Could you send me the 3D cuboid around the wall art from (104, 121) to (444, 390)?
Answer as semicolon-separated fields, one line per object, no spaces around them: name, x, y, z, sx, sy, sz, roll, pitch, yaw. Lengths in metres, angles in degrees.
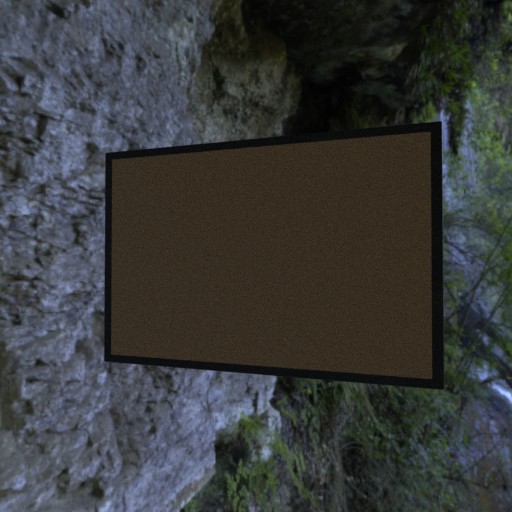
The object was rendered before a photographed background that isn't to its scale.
wall art;0.000;0.000;0.784;0.610;0.409;0.038;0;-1;19
